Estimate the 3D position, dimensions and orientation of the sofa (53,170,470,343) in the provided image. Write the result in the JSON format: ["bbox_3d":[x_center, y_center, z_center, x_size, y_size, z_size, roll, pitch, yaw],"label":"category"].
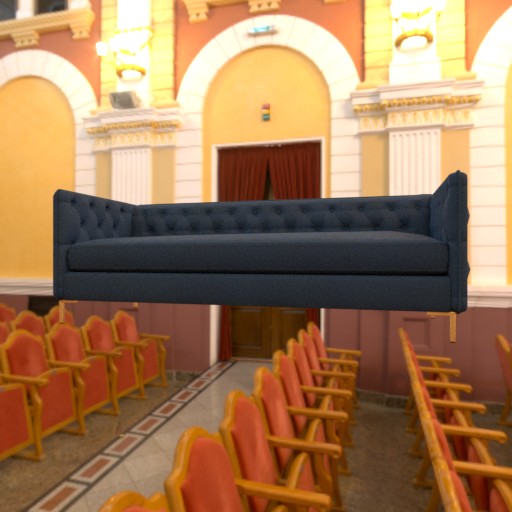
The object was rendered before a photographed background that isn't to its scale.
[{"bbox_3d":[0.000,0.000,2.637,2.209,0.771,0.895,0,0,16],"label":"sofa"}]
